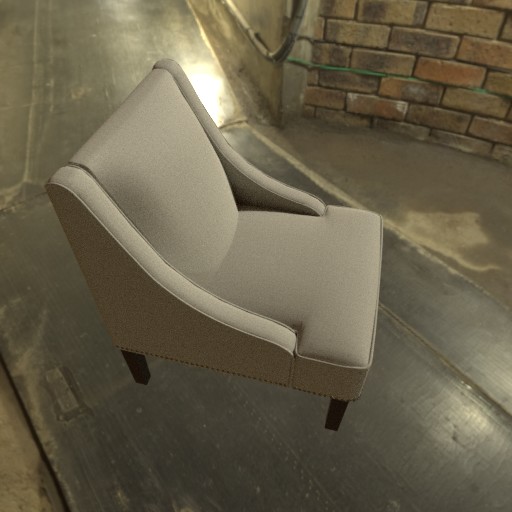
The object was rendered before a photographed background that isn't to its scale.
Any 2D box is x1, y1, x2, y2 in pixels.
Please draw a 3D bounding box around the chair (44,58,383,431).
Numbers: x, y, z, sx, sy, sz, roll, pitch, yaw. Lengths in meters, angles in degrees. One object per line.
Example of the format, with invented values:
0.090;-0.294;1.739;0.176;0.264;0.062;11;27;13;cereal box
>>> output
0.000;0.000;1.325;0.737;0.864;0.610;10;48;9;chair
